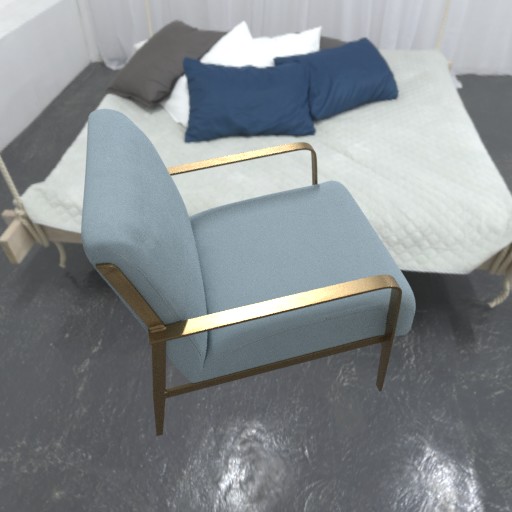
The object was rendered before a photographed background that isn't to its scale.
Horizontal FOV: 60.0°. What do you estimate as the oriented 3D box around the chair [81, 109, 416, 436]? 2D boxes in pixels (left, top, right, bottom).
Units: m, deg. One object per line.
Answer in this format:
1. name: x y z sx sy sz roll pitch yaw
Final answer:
1. chair: 0.000 0.000 1.411 0.842 0.824 0.701 -10 45 -10
